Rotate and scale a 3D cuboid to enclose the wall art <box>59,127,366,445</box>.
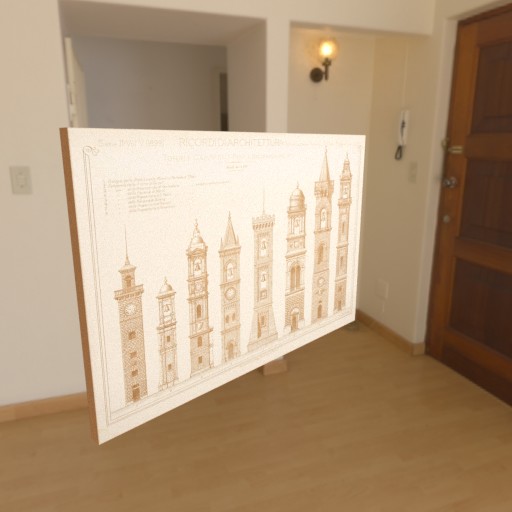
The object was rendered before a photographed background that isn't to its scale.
[{"bbox_3d":[0.000,0.000,1.133,0.915,0.608,0.033,-14,20,-43],"label":"wall art"}]
